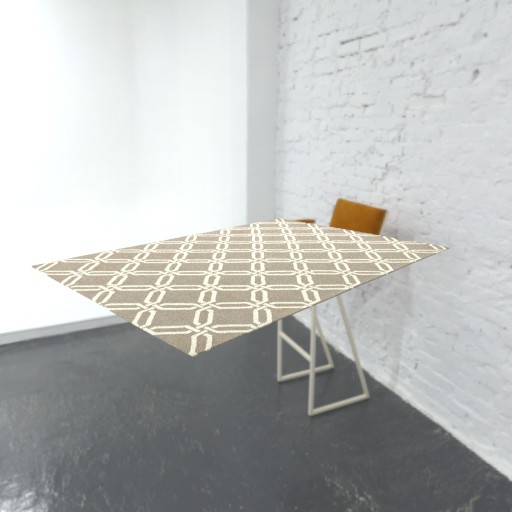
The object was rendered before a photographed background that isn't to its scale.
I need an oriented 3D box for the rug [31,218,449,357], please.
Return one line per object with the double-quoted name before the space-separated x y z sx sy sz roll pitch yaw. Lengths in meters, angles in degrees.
"rug" 0.000 0.000 4.394 2.441 0.020 3.419 15 21 43
